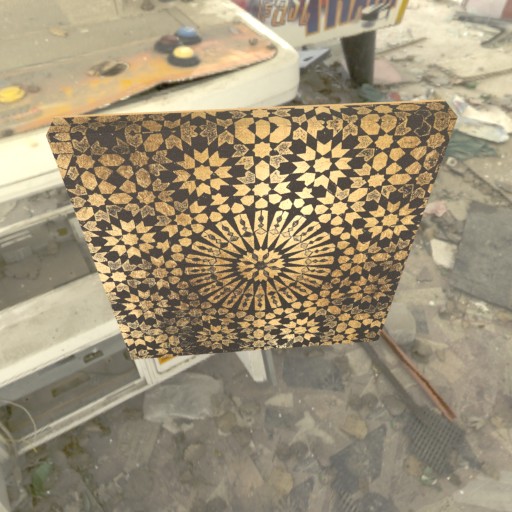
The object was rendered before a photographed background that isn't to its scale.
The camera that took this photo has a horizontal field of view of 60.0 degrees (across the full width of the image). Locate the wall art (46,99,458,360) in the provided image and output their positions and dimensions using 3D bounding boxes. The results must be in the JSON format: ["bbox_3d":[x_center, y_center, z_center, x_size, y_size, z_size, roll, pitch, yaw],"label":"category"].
[{"bbox_3d":[0.000,0.000,0.591,0.405,0.405,0.038,-4,46,-4],"label":"wall art"}]
